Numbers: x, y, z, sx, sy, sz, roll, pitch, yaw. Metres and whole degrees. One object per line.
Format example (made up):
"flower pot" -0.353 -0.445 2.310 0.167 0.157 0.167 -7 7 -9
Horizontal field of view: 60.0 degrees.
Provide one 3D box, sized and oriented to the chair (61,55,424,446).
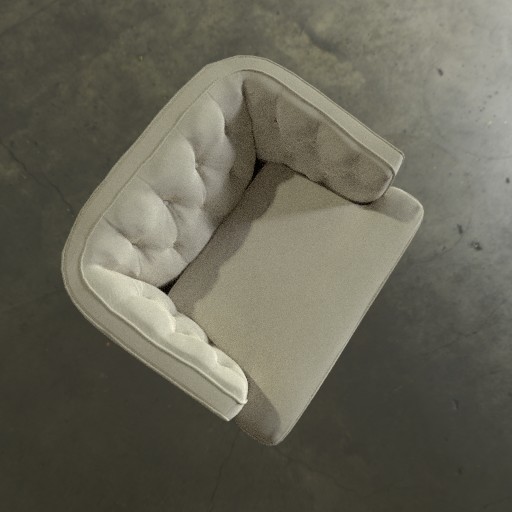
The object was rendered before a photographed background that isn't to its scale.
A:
"chair" 0.000 0.000 1.729 0.941 0.852 1.104 34 78 8
